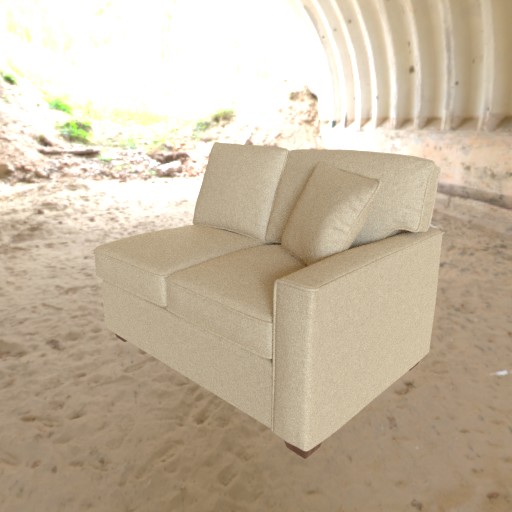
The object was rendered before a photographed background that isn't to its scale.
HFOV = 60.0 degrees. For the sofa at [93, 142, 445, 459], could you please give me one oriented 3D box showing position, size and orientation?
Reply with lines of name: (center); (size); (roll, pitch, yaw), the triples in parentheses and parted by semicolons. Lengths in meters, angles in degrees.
sofa: (0.000, 0.000, 2.101); (1.388, 0.989, 0.991); (16, 23, 42)
